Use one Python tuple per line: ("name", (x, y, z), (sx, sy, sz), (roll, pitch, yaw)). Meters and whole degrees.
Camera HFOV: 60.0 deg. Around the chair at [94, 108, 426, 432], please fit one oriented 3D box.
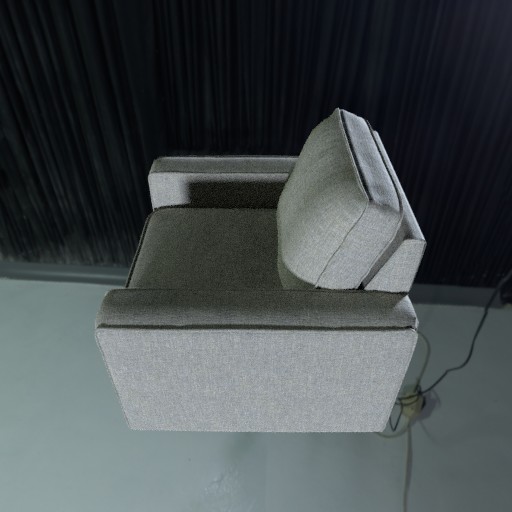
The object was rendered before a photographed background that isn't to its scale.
("chair", (0.000, 0.000, 1.687), (0.940, 0.914, 1.016), (0, 41, 0))
